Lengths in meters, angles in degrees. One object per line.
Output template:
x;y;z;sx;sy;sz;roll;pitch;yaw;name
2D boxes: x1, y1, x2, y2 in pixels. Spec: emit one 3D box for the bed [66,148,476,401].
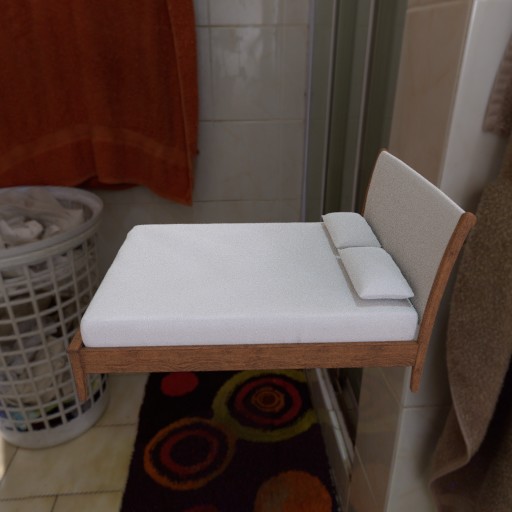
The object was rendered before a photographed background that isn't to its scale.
0.000;0.000;3.014;2.108;1.135;1.502;-1;26;-2;bed
